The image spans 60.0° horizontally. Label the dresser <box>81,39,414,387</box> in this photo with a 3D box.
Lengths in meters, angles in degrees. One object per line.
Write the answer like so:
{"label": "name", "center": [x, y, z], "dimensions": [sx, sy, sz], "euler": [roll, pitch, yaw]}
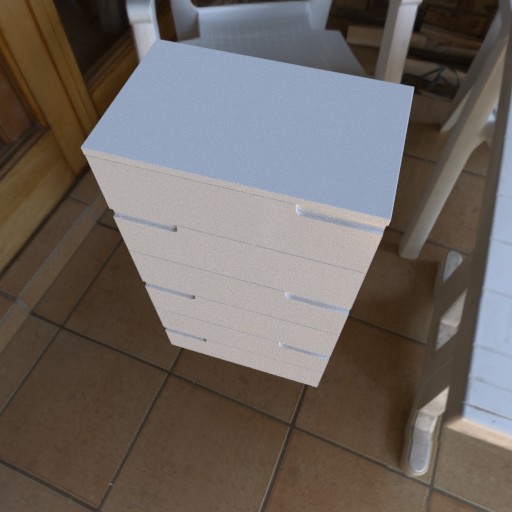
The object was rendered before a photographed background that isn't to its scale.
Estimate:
{"label": "dresser", "center": [0.000, 0.000, 1.489], "dimensions": [0.650, 1.190, 0.400], "euler": [14, 60, 9]}
